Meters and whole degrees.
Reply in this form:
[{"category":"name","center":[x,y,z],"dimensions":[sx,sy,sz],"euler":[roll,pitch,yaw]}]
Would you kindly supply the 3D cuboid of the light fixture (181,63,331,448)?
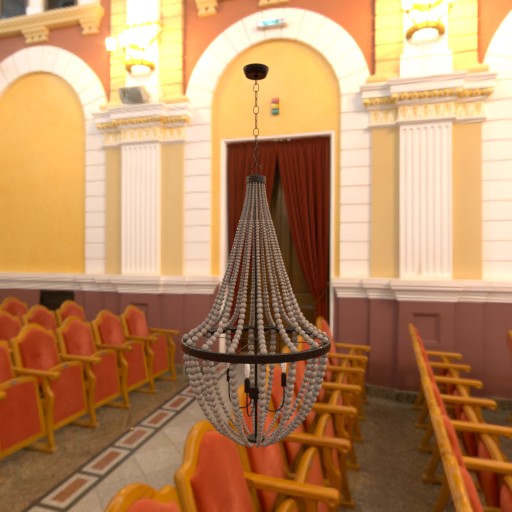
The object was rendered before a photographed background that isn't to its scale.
[{"category":"light fixture","center":[0.000,0.000,1.347],"dimensions":[0.450,1.133,0.450],"euler":[0,1,0]}]
